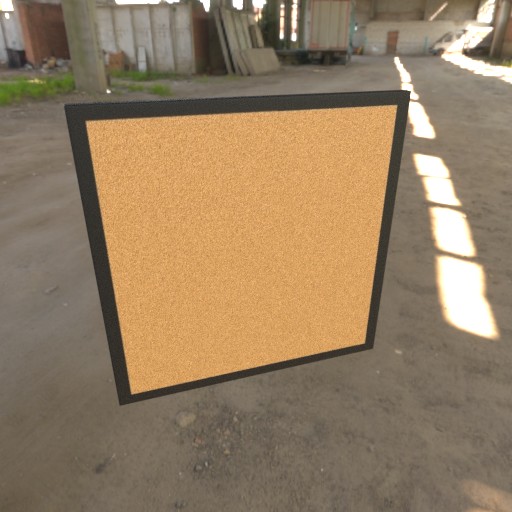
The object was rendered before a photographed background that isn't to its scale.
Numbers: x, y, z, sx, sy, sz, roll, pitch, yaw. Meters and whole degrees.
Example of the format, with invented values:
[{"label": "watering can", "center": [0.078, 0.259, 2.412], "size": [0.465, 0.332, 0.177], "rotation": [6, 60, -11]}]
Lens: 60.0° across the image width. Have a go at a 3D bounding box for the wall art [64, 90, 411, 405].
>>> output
[{"label": "wall art", "center": [0.000, 0.000, 0.965], "size": [0.663, 0.659, 0.016], "rotation": [-8, 28, -16]}]
